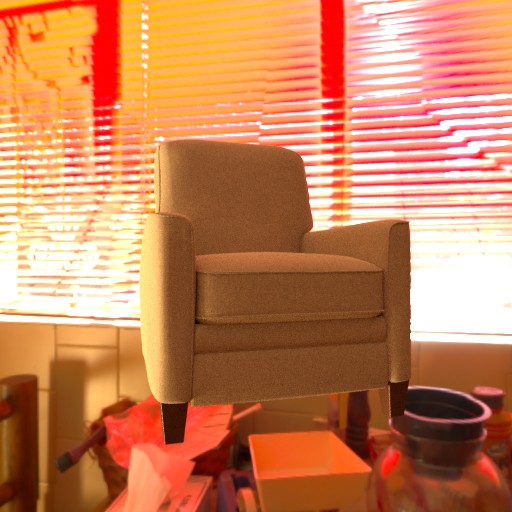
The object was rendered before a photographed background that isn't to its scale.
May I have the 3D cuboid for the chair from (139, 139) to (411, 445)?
[{"bbox_3d":[0.000,0.000,1.665,0.845,1.023,0.859,0,0,-17],"label":"chair"}]
